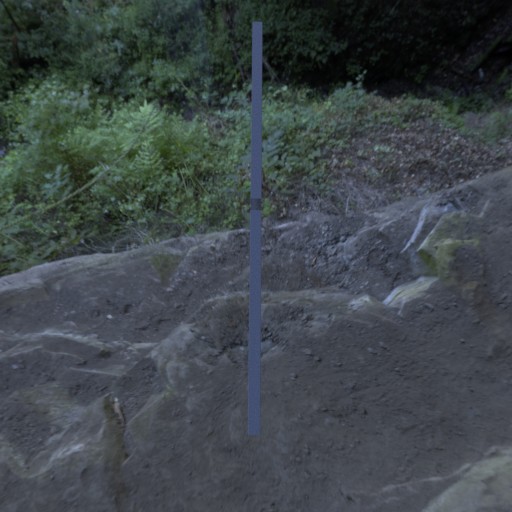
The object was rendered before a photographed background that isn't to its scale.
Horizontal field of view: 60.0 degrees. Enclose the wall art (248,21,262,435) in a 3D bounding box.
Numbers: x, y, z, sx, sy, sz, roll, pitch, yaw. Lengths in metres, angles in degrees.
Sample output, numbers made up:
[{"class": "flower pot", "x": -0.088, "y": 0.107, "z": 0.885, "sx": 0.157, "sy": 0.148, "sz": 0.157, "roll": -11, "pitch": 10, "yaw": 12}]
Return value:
[{"class": "wall art", "x": 0.000, "y": 0.000, "z": 1.690, "sx": 0.029, "sy": 1.118, "sz": 1.118, "roll": 0, "pitch": 76, "yaw": 0}]
